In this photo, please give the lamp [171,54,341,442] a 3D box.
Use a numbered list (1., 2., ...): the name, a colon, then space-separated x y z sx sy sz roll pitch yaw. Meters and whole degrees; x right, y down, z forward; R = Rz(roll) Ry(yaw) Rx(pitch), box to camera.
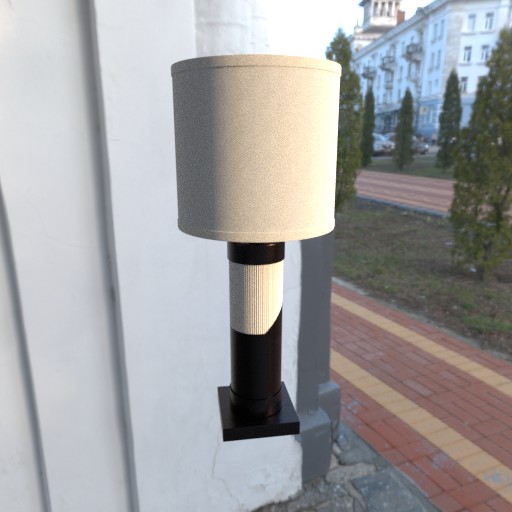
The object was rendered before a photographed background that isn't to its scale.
1. lamp: 0.000 0.000 0.618 0.211 0.509 0.211 -2 15 -8
